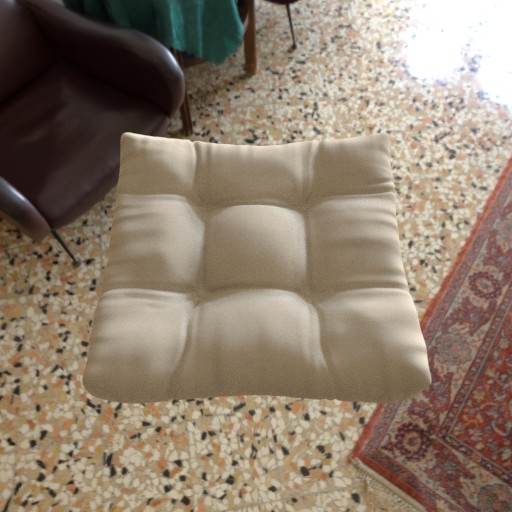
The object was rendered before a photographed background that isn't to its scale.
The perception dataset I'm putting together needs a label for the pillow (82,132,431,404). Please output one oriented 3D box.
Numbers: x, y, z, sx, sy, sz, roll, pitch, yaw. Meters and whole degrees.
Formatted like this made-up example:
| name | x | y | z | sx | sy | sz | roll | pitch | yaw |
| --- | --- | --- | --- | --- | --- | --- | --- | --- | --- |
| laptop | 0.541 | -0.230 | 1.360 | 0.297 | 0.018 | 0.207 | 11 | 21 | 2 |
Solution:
| name | x | y | z | sx | sy | sz | roll | pitch | yaw |
| --- | --- | --- | --- | --- | --- | --- | --- | --- | --- |
| pillow | 0.000 | 0.000 | 0.733 | 0.490 | 0.128 | 0.468 | 0 | 63 | 0 |
